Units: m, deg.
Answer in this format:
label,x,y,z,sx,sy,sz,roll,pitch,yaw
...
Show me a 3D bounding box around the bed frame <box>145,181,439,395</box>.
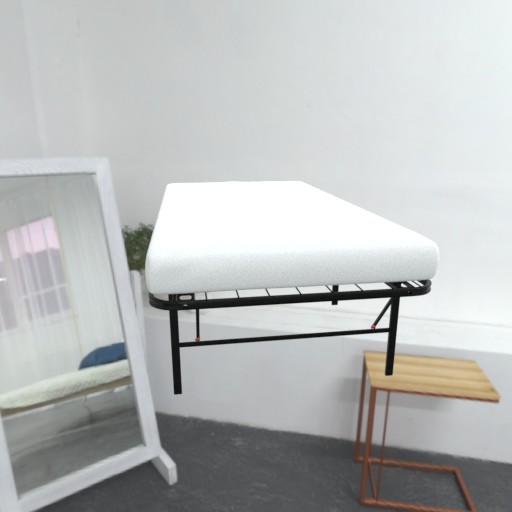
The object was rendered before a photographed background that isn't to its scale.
label,x,y,z,sx,sy,sz,roll,pitch,yaw
bed frame,0.000,0.000,2.371,0.989,0.619,1.903,-2,16,-9
